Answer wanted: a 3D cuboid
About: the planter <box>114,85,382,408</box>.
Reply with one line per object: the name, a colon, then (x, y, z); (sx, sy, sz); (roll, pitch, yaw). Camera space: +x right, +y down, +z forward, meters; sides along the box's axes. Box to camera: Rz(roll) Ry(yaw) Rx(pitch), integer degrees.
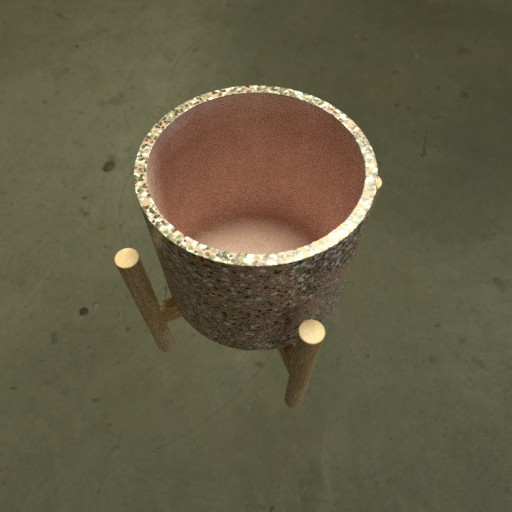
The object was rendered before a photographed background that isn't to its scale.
planter: (0.000, 0.000, 0.542); (0.284, 0.320, 0.284); (1, 58, 1)
